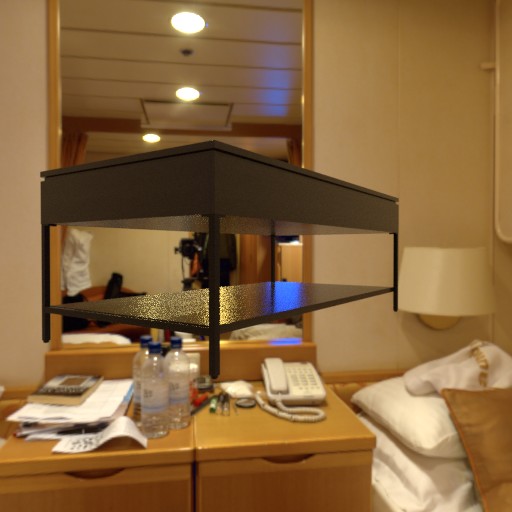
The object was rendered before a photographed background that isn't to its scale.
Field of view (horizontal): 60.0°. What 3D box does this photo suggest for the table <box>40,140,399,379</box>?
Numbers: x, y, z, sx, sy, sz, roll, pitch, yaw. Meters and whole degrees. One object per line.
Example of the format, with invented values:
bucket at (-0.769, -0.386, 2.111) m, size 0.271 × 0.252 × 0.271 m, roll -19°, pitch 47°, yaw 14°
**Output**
table at (0.000, 0.000, 1.413) m, size 0.574 × 0.435 × 1.095 m, roll 1°, pitch 1°, yaw 35°
